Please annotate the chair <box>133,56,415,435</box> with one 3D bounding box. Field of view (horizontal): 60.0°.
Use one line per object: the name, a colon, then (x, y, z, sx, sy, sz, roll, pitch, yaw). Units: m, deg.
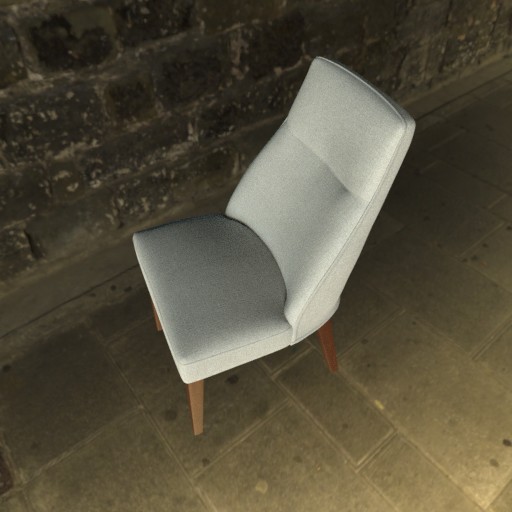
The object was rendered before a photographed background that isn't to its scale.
chair: (0.000, 0.000, 1.273, 0.620, 0.930, 0.500, -18, 49, -16)
